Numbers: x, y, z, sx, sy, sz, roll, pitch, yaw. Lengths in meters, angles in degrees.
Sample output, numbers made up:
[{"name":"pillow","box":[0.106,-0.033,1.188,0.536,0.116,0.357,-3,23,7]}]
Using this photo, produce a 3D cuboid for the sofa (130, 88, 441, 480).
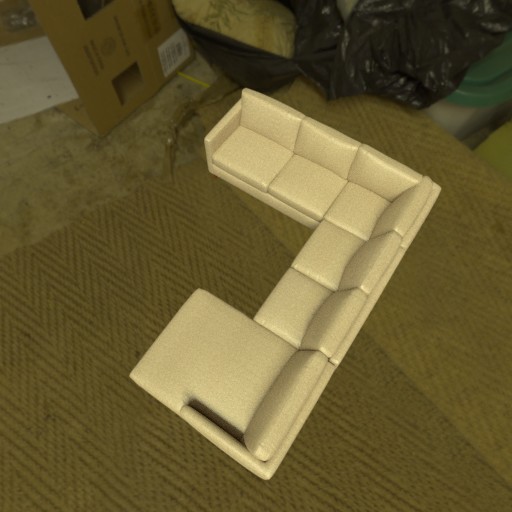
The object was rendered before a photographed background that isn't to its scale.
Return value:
[{"name":"sofa","box":[0.000,0.000,4.700,2.594,0.961,3.460,31,68,14]}]
